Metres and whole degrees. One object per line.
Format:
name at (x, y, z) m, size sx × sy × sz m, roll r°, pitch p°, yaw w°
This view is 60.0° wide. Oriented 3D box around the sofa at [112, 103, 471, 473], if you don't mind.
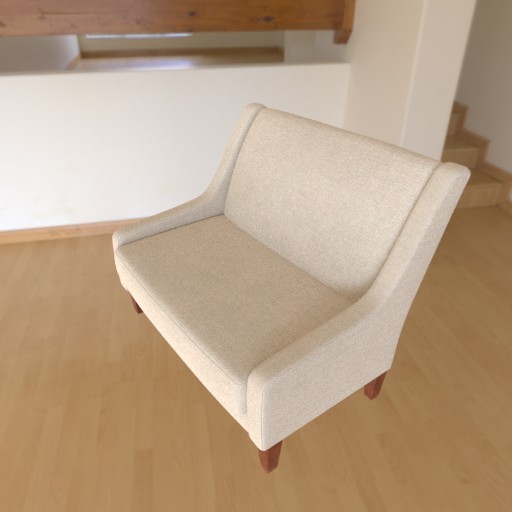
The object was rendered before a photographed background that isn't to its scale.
sofa at (0.000, 0.000, 1.914) m, size 0.946 × 0.976 × 1.212 m, roll -21°, pitch 37°, yaw -31°
